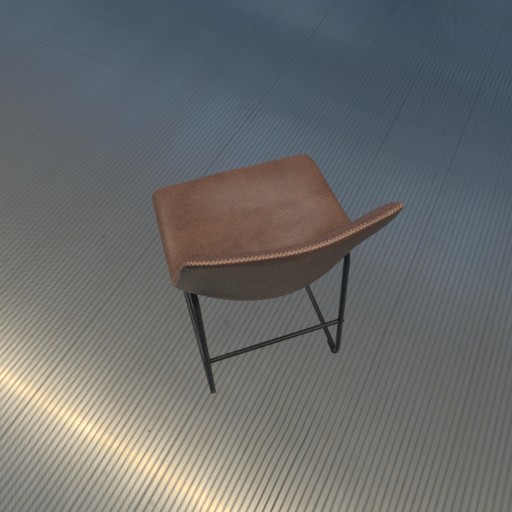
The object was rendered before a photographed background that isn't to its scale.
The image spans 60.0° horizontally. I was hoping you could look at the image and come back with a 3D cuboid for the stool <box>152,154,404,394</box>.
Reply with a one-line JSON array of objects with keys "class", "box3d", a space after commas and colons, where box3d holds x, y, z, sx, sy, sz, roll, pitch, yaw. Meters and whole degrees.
[{"class": "stool", "box3d": [0.000, 0.000, 1.198, 0.460, 0.890, 0.550, -16, 60, -9]}]
